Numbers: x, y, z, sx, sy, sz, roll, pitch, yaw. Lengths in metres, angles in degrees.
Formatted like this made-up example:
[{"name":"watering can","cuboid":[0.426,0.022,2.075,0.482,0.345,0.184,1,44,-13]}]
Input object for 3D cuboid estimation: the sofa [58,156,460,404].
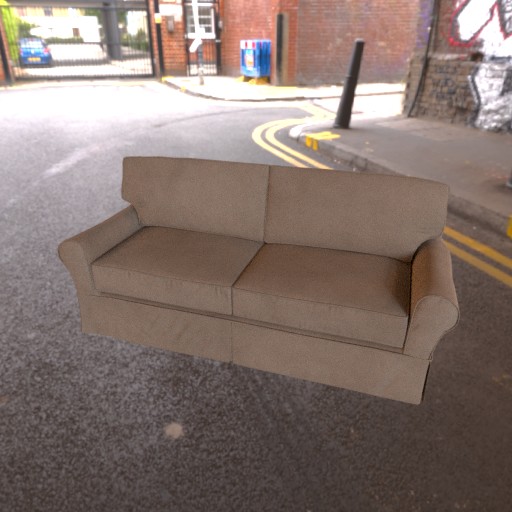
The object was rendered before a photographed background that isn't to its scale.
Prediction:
[{"name":"sofa","cuboid":[0.000,0.000,2.719,2.246,1.014,0.900,8,27,16]}]
